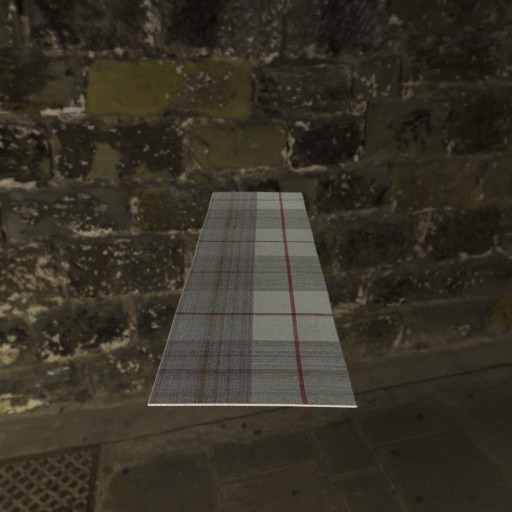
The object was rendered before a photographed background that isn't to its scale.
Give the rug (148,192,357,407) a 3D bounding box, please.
[{"bbox_3d":[0.000,0.000,2.701,0.762,0.013,2.439,0,26,1],"label":"rug"}]
